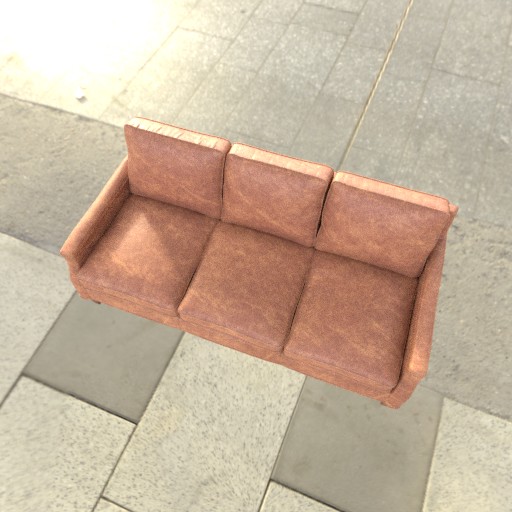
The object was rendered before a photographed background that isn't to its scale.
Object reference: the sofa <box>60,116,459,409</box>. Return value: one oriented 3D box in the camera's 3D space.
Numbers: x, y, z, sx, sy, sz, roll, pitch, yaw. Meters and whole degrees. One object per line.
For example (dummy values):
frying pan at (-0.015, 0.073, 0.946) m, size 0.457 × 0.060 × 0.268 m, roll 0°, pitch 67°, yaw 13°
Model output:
sofa at (0.000, 0.000, 2.844) m, size 2.246 × 1.003 × 1.084 m, roll 17°, pitch 61°, yaw 10°
